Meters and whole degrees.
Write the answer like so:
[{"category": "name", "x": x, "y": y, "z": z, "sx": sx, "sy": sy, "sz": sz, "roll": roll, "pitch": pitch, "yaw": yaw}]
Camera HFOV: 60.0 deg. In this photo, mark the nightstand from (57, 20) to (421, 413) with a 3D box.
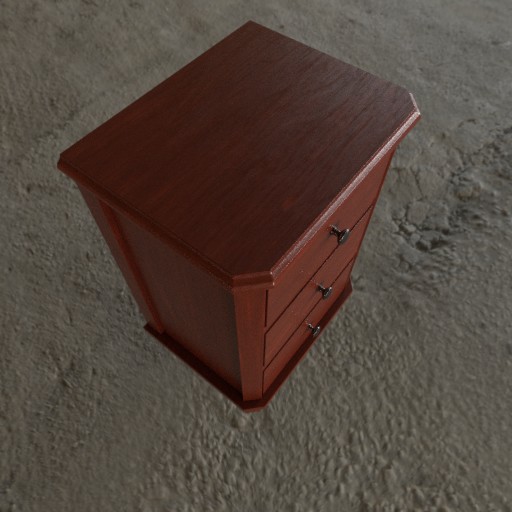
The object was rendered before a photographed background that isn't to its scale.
[{"category": "nightstand", "x": 0.000, "y": 0.000, "z": 0.913, "sx": 0.351, "sy": 0.681, "sz": 0.435, "roll": 34, "pitch": 63, "yaw": 19}]
